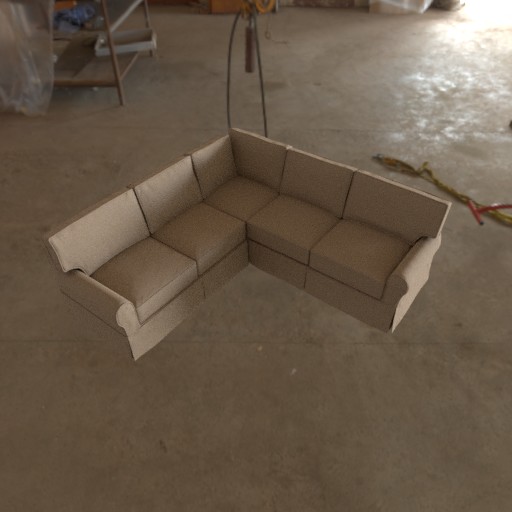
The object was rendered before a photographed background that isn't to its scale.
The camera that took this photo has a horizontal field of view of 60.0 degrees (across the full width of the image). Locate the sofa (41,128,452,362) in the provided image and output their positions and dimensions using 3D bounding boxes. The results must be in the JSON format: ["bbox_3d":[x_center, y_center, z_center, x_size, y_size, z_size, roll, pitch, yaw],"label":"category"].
[{"bbox_3d":[0.000,0.000,4.270,2.733,1.124,2.730,26,47,27],"label":"sofa"}]
